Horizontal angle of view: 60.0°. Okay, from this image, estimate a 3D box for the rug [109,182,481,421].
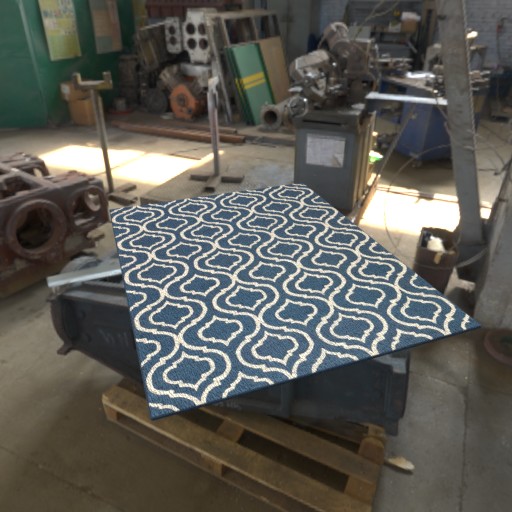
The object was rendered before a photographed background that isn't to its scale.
[{"bbox_3d":[0.000,0.000,3.891,2.270,0.020,2.881,-11,32,-17],"label":"rug"}]
